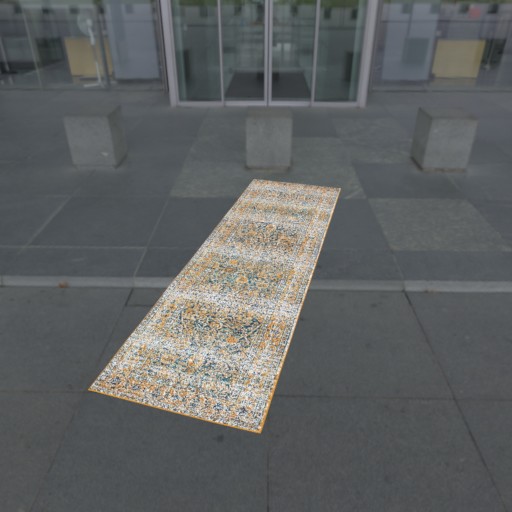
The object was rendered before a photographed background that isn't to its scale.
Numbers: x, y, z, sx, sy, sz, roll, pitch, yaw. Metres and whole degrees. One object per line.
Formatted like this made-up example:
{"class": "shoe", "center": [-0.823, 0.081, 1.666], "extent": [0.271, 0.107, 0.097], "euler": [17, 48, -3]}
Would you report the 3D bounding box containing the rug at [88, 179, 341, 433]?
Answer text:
{"class": "rug", "center": [0.000, 0.000, 2.590], "extent": [0.704, 0.014, 2.294], "euler": [9, 33, 14]}
